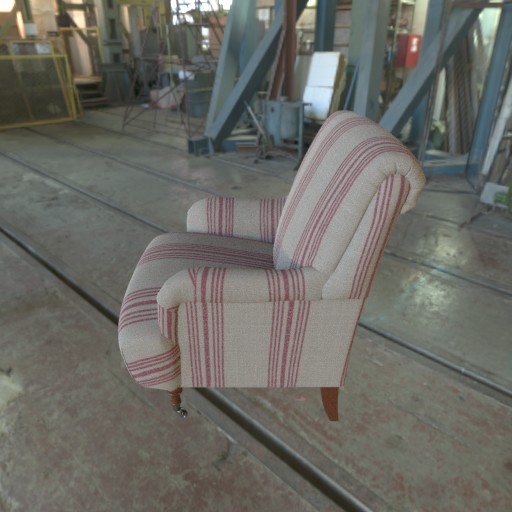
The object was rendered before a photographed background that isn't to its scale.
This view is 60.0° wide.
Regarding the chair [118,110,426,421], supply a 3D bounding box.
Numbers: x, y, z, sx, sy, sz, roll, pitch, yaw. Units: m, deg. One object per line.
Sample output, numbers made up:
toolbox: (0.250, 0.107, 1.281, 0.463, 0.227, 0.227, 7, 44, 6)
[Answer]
chair: (0.000, 0.000, 1.897, 1.058, 1.123, 0.933, 0, 26, 0)
